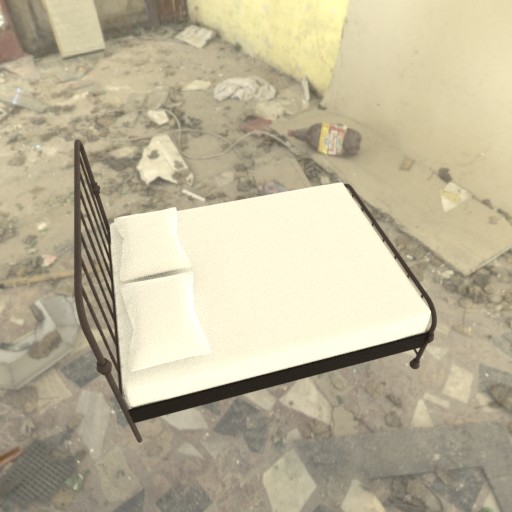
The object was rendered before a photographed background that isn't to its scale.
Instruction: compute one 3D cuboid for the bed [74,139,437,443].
[{"bbox_3d":[0.000,0.000,3.159,2.134,1.446,1.616,-12,47,-11],"label":"bed"}]
